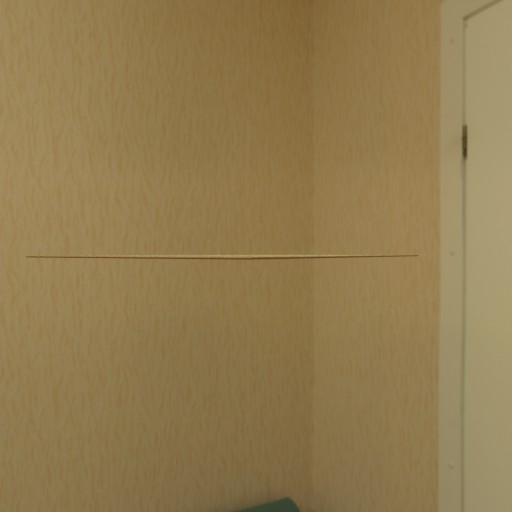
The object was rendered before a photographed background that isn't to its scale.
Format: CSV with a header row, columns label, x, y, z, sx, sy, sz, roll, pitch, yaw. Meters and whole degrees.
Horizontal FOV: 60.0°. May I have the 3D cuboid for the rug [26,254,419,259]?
label,x,y,z,sx,sy,sz,roll,pitch,yaw
rug,0.000,0.000,2.365,1.219,0.008,1.829,0,0,34
